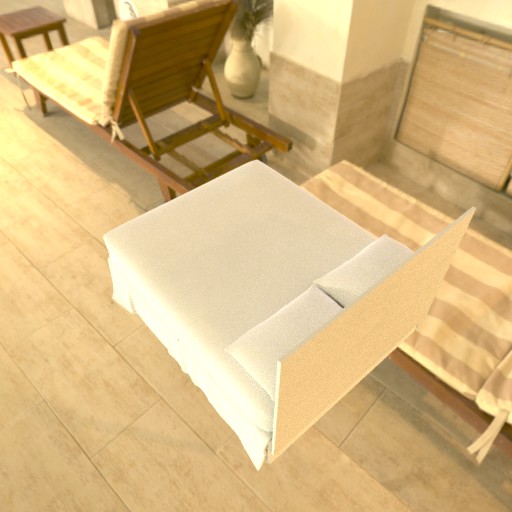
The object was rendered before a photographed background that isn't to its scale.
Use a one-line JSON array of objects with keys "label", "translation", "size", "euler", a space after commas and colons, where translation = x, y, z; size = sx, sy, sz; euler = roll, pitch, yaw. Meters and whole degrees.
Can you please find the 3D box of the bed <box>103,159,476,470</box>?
[{"label": "bed", "translation": [0.000, 0.000, 3.305], "size": [1.745, 1.335, 2.094], "euler": [-32, 54, -27]}]
